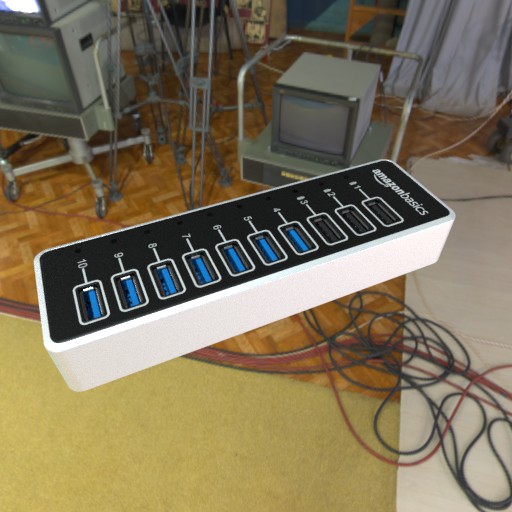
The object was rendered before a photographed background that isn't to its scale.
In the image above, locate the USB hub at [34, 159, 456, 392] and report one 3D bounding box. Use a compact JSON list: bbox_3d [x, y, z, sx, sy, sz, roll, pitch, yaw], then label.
[{"bbox_3d":[0.000,0.000,0.163,0.145,0.023,0.044,-17,47,-17],"label":"USB hub"}]
